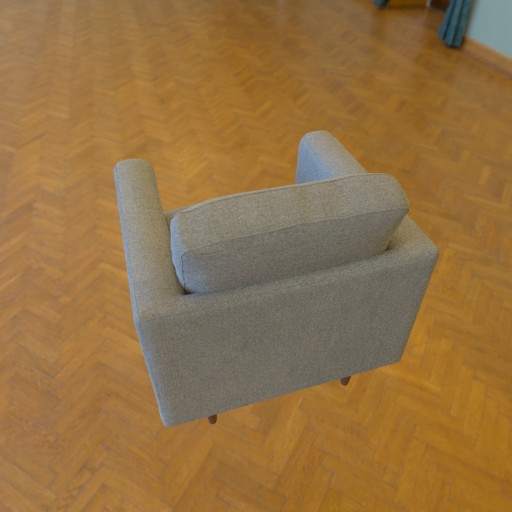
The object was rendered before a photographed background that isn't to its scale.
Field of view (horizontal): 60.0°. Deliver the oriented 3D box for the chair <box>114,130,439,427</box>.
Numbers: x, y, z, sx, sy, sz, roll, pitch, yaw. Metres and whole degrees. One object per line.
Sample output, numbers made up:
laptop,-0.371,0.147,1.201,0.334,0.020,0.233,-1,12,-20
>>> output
chair,0.000,0.000,1.568,0.855,0.927,0.800,-12,44,-13
